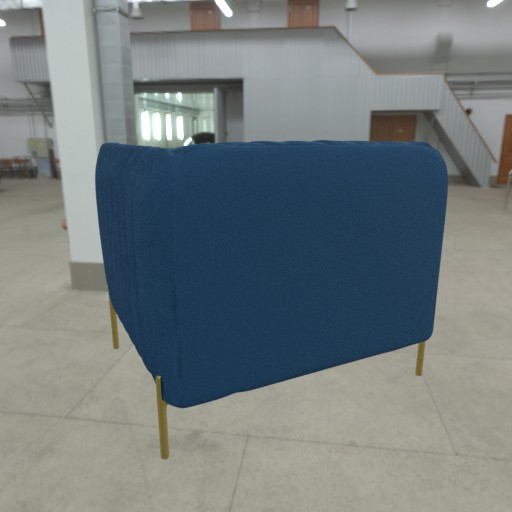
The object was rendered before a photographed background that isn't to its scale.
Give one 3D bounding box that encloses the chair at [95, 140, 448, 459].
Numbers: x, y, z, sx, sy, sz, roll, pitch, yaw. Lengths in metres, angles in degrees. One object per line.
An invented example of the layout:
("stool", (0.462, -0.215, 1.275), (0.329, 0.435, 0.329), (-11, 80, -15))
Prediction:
("chair", (0.000, 0.000, 1.557), (0.947, 0.793, 0.877), (-8, 17, -26))
